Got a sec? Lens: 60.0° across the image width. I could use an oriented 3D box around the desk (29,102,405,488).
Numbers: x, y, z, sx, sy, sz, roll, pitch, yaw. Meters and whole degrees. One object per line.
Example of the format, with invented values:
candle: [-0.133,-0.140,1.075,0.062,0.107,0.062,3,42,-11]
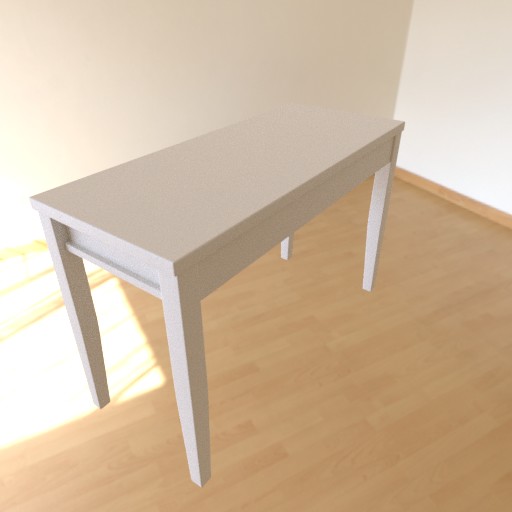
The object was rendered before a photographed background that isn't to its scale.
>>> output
desk: [0.000,0.000,1.594,0.508,0.775,1.220,21,38,30]
